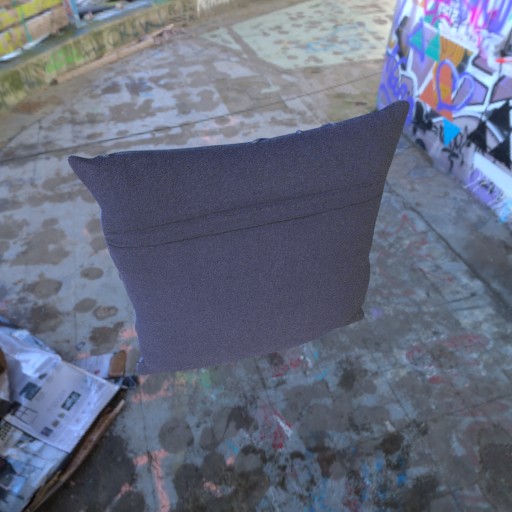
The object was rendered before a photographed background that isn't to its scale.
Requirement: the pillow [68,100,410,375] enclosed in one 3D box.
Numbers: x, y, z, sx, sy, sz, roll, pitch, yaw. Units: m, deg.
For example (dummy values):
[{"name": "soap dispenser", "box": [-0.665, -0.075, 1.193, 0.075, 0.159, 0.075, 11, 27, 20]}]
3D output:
[{"name": "pillow", "box": [0.000, 0.000, 0.681, 0.439, 0.440, 0.183, -12, 45, -13]}]
